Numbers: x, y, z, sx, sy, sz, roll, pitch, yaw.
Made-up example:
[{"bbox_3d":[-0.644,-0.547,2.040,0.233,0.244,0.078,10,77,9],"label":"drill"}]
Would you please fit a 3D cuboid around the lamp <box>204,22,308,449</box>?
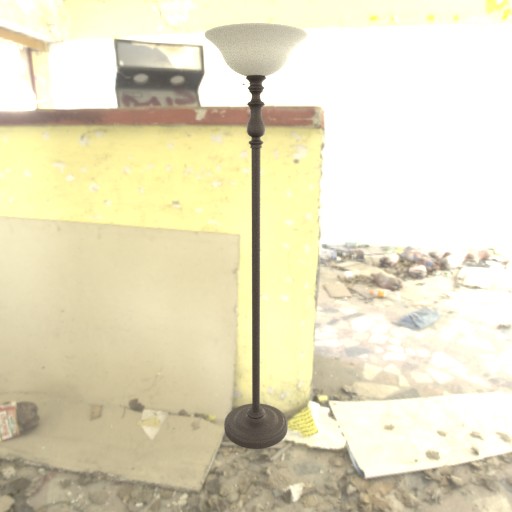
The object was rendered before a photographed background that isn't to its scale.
[{"bbox_3d":[0.000,0.000,1.976,0.405,1.797,0.405,9,17,29],"label":"lamp"}]
